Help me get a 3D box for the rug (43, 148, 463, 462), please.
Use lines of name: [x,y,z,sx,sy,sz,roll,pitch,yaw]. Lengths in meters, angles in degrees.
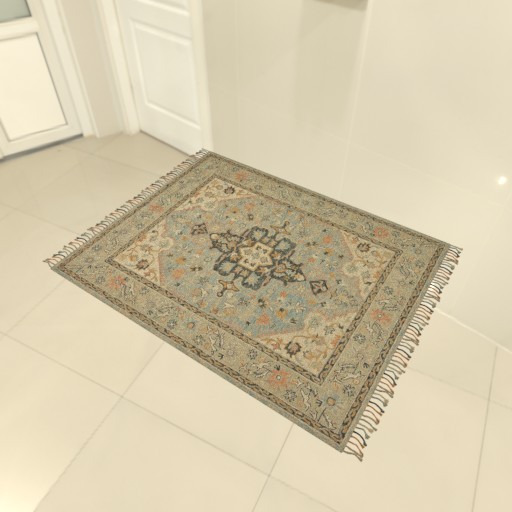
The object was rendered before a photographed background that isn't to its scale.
rug: [0.000,0.000,2.244,1.730,0.009,1.278,26,51,23]
